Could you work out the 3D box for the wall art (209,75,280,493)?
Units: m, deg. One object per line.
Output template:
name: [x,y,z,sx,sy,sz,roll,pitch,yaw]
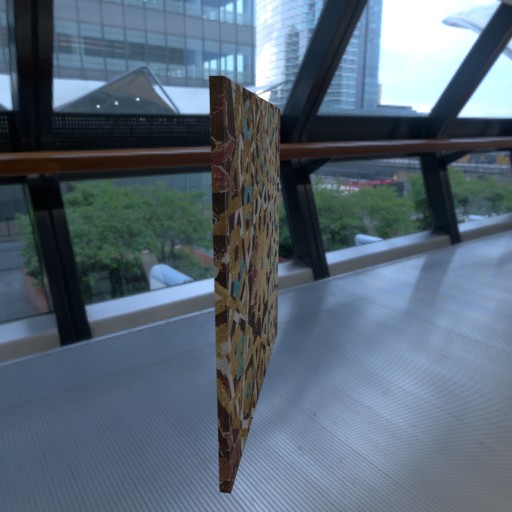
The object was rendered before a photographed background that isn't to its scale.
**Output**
wall art: [0.000,0.000,1.131,0.028,0.762,0.757,2,15,9]
